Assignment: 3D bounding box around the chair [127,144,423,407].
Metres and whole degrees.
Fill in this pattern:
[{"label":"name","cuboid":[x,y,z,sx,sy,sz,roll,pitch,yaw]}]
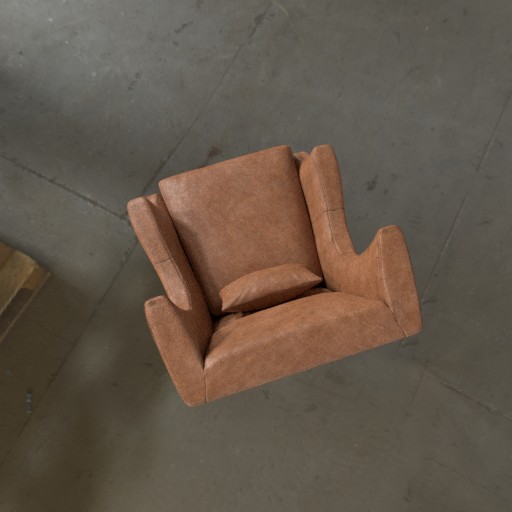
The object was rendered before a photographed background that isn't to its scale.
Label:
[{"label":"chair","cuboid":[0.000,0.000,1.750,0.853,1.016,0.926,-17,75,-5]}]
